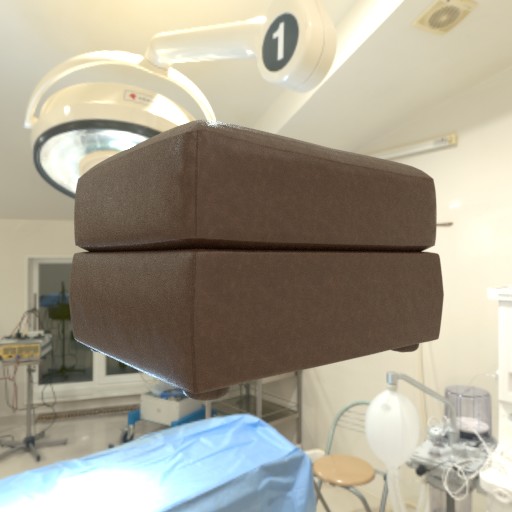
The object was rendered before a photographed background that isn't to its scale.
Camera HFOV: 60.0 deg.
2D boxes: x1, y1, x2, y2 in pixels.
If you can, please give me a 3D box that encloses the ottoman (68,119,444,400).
[{"bbox_3d":[0.000,0.000,1.104,0.751,0.476,0.603,0,0,-39],"label":"ottoman"}]
